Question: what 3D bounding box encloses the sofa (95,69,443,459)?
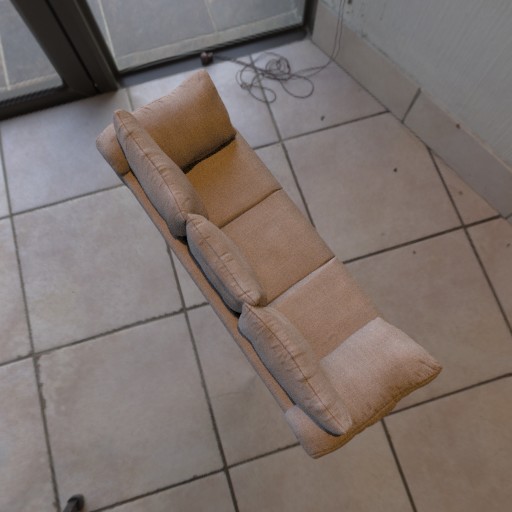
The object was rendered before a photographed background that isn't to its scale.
[{"bbox_3d":[0.000,0.000,2.820,0.878,0.996,2.334,-35,78,-9],"label":"sofa"}]
